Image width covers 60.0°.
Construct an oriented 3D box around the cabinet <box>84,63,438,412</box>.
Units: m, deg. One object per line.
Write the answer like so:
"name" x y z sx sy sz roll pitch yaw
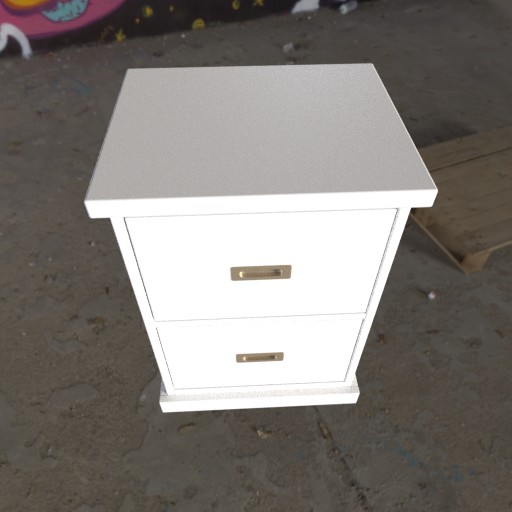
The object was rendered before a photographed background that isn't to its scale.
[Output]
"cabinet" 0.000 0.000 1.057 0.520 0.723 0.431 -2 47 -2
